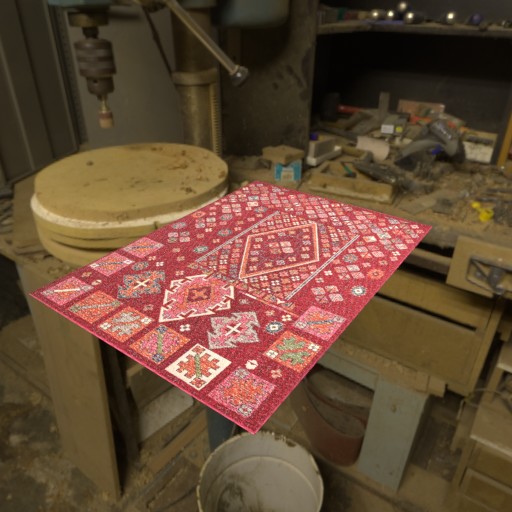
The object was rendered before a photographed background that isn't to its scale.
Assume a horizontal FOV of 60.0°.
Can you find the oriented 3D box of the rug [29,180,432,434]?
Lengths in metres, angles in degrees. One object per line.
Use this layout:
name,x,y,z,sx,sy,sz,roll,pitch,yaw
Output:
rug,0.000,0.000,2.856,1.579,0.007,2.184,20,36,30
